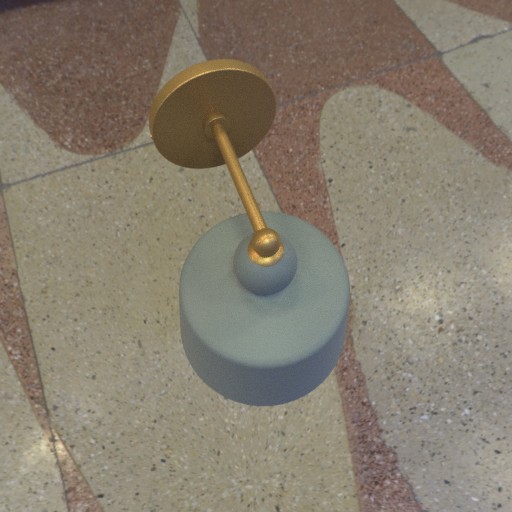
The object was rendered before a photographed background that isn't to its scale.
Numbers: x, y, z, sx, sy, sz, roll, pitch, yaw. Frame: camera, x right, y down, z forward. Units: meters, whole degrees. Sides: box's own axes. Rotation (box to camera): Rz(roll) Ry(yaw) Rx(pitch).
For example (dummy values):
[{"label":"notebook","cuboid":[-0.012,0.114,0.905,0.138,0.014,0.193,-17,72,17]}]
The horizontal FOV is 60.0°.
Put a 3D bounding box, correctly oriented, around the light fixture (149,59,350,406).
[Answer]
[{"label":"light fixture","cuboid":[0.000,0.000,0.445,0.204,0.268,0.254,-18,64,-9]}]
